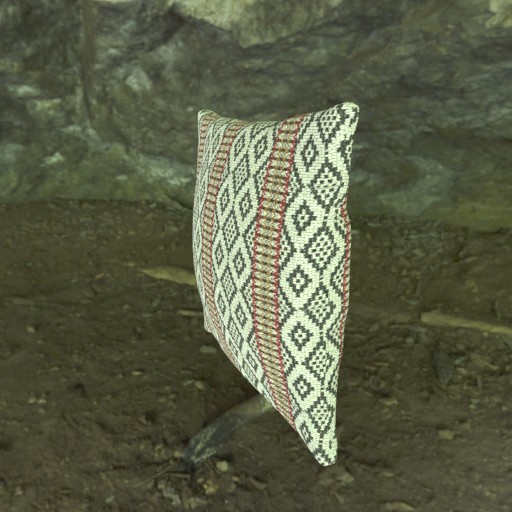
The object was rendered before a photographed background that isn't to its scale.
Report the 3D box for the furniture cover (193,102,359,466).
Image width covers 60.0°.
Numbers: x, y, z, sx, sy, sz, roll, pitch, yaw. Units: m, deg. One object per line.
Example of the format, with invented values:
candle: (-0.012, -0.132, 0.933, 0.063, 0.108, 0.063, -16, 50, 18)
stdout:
furniture cover: (0.000, 0.000, 0.789, 0.182, 0.506, 0.503, -8, 18, -25)
